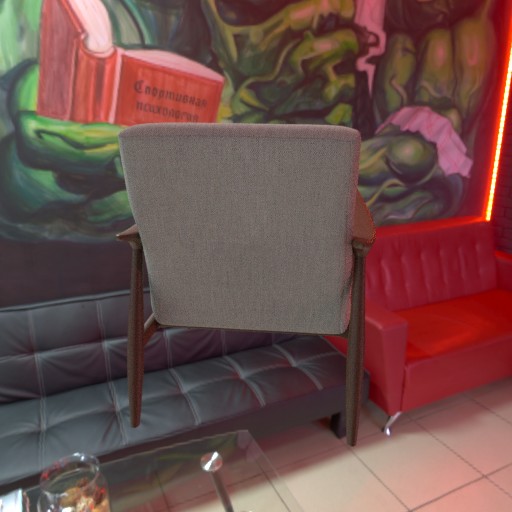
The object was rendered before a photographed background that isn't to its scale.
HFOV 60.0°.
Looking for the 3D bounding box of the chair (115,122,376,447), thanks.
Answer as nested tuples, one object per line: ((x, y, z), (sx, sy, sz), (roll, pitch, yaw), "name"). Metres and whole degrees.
((0.000, 0.000, 1.459), (0.741, 0.832, 0.798), (2, 16, 7), "chair")
